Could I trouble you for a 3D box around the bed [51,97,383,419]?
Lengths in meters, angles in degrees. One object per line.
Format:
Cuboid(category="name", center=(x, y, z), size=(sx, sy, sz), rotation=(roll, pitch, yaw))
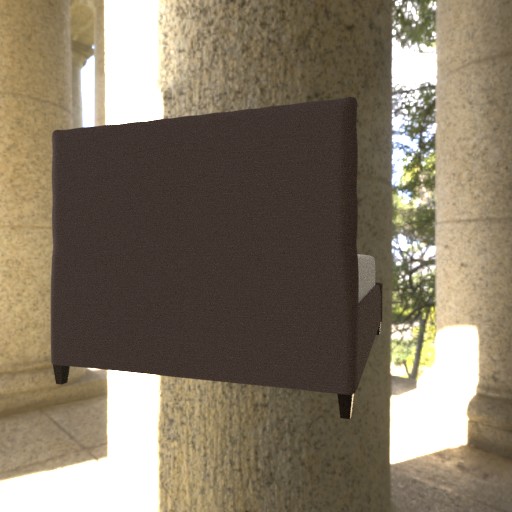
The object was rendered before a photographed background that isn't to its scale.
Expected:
Cuboid(category="bed", center=(0.000, 0.000, 3.248), size=(1.696, 1.426, 2.233), rotation=(0, 0, 19))
